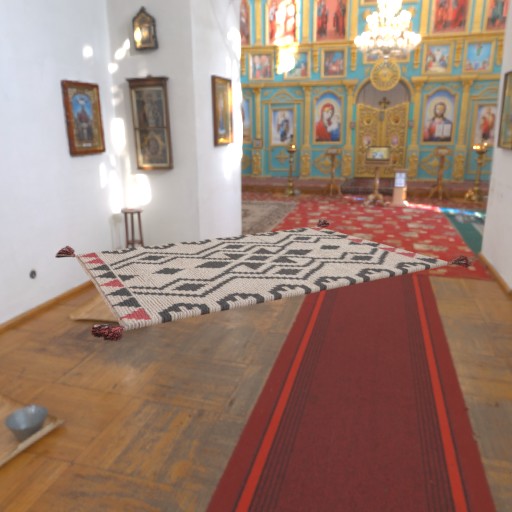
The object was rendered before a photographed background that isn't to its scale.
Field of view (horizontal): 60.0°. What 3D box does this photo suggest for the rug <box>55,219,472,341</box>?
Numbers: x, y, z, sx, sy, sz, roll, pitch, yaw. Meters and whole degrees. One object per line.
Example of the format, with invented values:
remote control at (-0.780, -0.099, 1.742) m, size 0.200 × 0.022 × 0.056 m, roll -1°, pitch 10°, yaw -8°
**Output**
rug at (0.000, 0.000, 2.599) m, size 2.069 × 0.067 × 1.444 m, roll -8°, pitch 17°, yaw -28°
